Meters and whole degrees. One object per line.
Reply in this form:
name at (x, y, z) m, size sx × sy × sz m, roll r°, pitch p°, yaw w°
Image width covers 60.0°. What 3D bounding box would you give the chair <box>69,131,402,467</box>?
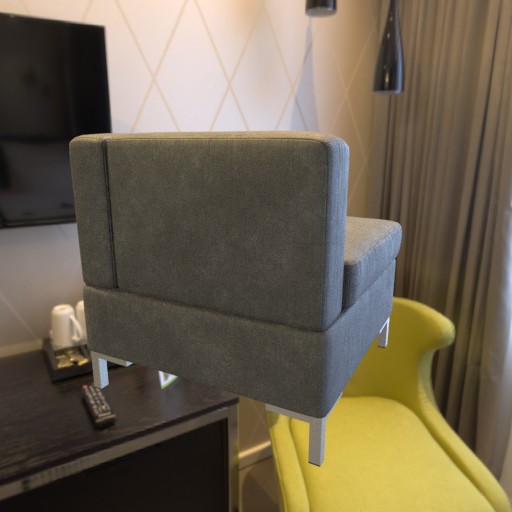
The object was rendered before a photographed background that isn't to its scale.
chair at (0.000, 0.000, 1.237) m, size 0.680 × 0.660 × 0.680 m, roll 8°, pitch 16°, yaw 27°
